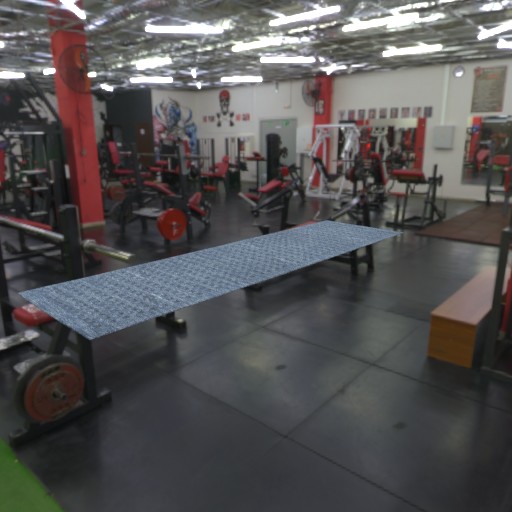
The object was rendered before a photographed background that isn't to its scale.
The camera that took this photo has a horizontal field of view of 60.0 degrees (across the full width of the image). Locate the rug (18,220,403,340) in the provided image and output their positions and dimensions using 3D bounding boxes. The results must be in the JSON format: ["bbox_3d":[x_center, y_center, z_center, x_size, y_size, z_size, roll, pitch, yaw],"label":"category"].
[{"bbox_3d":[0.000,0.000,2.646,0.688,0.008,2.443,14,21,42],"label":"rug"}]
